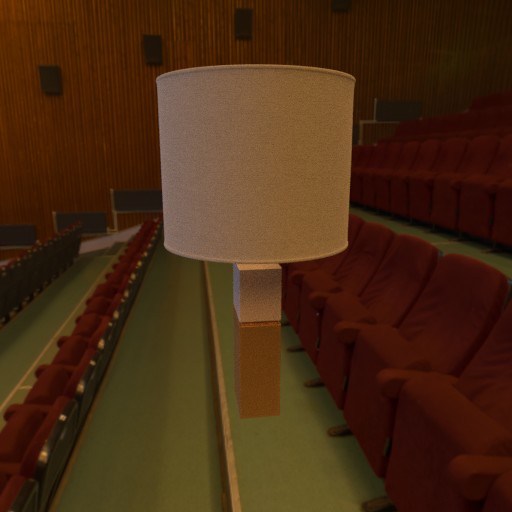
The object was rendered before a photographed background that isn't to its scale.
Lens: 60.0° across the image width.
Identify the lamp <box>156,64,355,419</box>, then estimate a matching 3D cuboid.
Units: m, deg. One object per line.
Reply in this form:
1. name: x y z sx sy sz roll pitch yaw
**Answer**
1. lamp: 0.000 0.000 0.568 0.229 0.417 0.229 -2 14 -9
